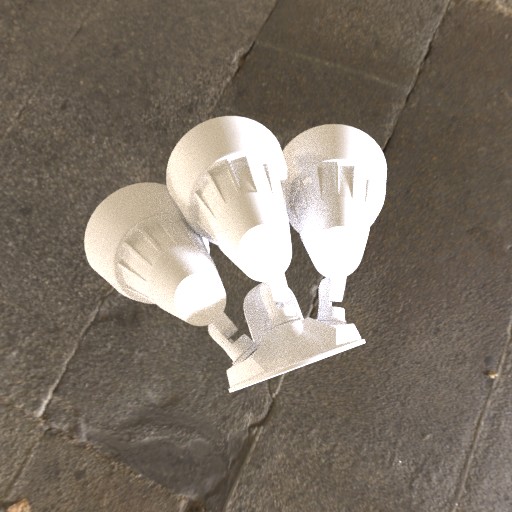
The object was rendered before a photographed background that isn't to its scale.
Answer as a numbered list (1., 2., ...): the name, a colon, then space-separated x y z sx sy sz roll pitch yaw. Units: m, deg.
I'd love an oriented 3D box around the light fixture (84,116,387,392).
1. light fixture: 0.000 0.000 0.536 0.369 0.237 0.278 -19 75 -5
